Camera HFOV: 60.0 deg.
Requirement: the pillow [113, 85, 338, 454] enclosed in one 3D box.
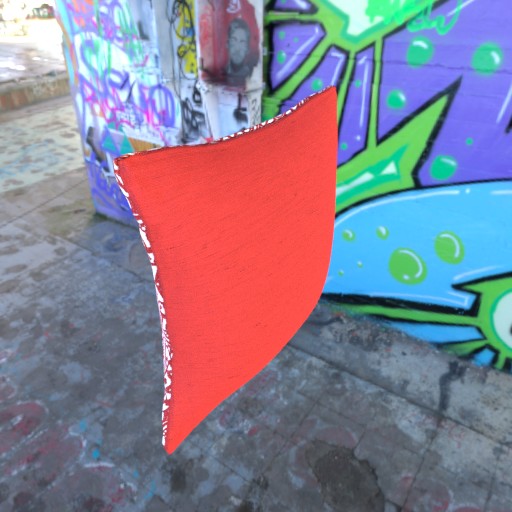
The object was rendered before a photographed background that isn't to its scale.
[{"bbox_3d":[0.000,0.000,0.654,0.162,0.419,0.438,20,36,29],"label":"pillow"}]
